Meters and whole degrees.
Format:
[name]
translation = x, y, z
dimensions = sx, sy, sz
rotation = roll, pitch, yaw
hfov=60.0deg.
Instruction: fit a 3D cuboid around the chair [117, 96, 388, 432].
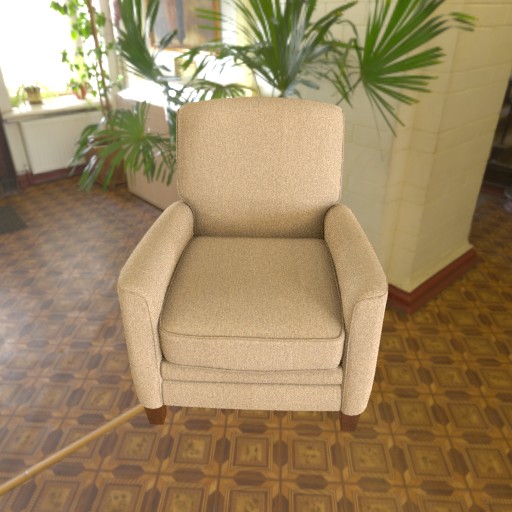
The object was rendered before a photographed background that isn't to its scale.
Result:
[chair]
translation = 0.000, 0.000, 1.678
dimensions = 0.848, 1.014, 0.864
rotation = 1, 30, 2
